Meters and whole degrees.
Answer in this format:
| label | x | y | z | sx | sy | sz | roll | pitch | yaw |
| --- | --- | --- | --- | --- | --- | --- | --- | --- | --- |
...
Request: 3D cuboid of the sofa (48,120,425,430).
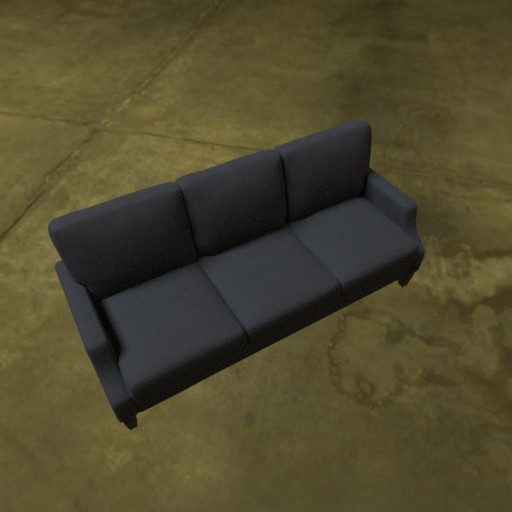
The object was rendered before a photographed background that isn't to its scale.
| label | x | y | z | sx | sy | sz | roll | pitch | yaw |
| --- | --- | --- | --- | --- | --- | --- | --- | --- | --- |
| sofa | 0.000 | 0.000 | 2.664 | 2.115 | 0.984 | 0.888 | -23 | 50 | -21 |
